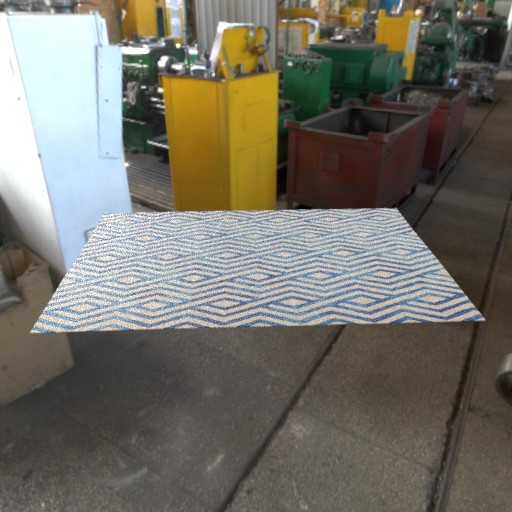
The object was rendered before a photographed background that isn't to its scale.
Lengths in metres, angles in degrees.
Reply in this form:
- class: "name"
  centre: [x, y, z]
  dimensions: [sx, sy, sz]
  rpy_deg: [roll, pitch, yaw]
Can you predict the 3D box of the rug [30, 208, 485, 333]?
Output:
- class: "rug"
  centre: [0.000, 0.000, 3.032]
  dimensions: [2.439, 0.008, 1.531]
  rpy_deg: [-1, 30, -2]
